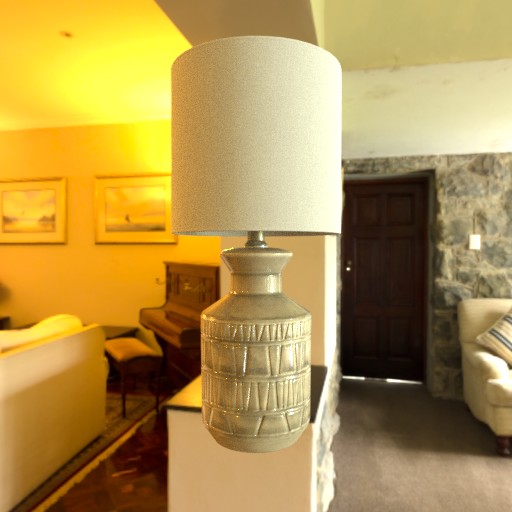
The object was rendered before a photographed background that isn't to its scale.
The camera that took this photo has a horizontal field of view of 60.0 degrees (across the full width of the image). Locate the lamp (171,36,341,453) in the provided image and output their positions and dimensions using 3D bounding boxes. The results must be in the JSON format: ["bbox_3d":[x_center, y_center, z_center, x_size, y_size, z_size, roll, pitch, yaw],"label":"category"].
[{"bbox_3d":[0.000,0.000,0.562,0.211,0.455,0.211,-1,1,-37],"label":"lamp"}]
